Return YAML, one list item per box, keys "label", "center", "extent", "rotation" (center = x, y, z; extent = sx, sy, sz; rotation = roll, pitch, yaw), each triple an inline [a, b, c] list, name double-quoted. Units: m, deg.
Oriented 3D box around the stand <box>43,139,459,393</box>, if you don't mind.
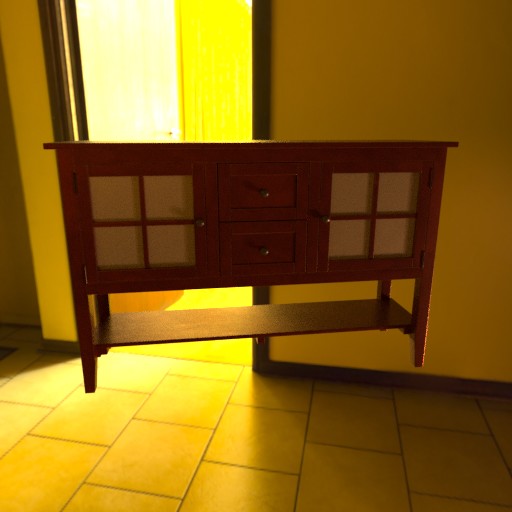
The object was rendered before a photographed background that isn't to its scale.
- label: "stand"
  center: [0.000, 0.000, 1.738]
  extent: [1.362, 0.872, 0.410]
  rotation: [-2, 16, -8]
